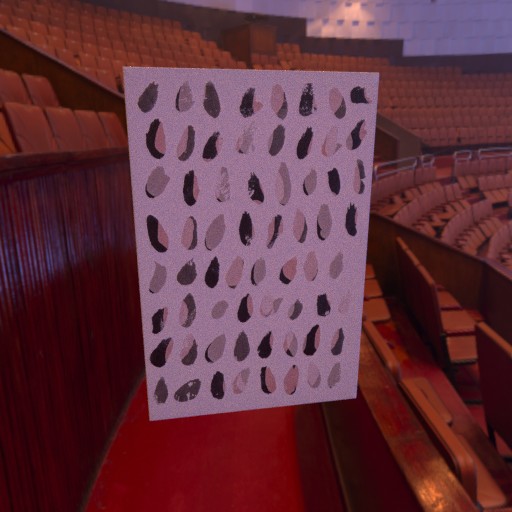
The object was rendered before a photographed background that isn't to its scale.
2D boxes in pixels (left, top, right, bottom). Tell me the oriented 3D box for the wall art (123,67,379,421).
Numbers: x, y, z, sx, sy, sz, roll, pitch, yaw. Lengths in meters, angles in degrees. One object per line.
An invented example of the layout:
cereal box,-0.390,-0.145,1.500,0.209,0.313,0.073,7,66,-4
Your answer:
wall art,0.000,0.000,1.180,0.610,0.916,0.037,-3,16,-10
